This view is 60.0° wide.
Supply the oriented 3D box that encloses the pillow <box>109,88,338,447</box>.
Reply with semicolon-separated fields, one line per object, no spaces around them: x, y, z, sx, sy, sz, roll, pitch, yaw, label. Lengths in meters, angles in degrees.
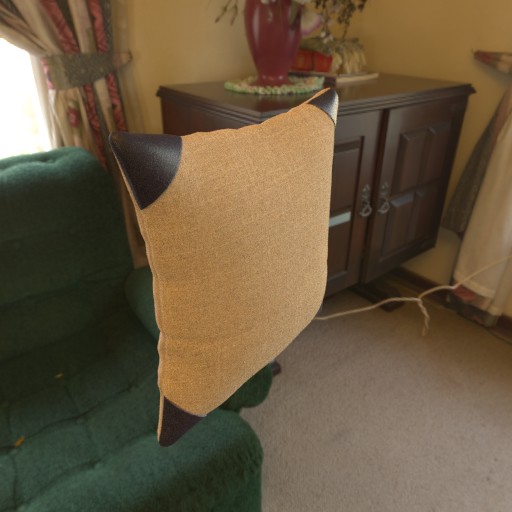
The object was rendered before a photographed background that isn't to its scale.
0.000;0.000;0.671;0.147;0.441;0.440;19;33;32;pillow
